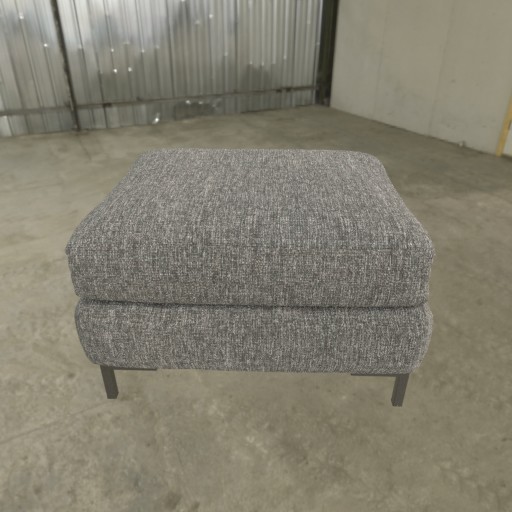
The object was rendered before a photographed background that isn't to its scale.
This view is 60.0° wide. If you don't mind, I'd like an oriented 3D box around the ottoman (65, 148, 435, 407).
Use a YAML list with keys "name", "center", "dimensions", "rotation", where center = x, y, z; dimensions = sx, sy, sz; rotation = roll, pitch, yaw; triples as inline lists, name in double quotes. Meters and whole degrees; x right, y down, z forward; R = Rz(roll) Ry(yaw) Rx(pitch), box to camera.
- name: "ottoman"
  center: [0.000, 0.000, 1.241]
  dimensions: [0.828, 0.480, 0.683]
  rotation: [1, 30, 2]
